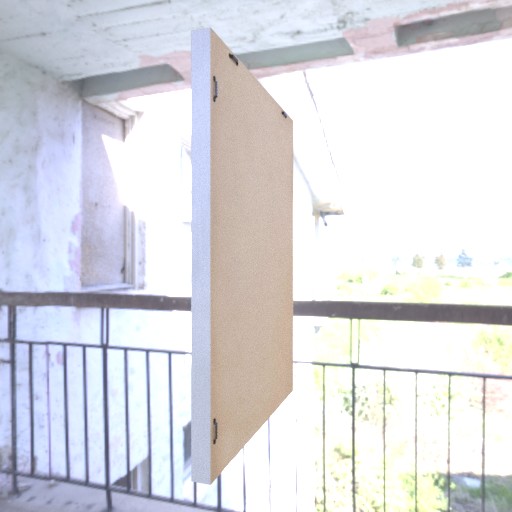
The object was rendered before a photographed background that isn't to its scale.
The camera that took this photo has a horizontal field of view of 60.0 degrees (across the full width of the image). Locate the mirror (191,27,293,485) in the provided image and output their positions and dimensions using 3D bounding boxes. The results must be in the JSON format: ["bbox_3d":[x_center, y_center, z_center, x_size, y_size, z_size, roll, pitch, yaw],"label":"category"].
[{"bbox_3d":[0.000,0.000,0.931,0.039,0.710,0.507,0,0,19],"label":"mirror"}]
